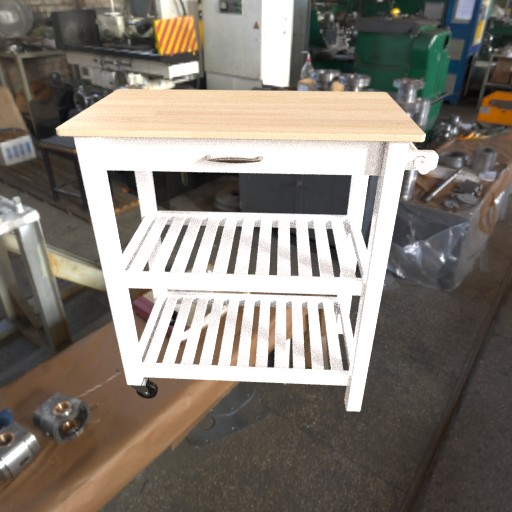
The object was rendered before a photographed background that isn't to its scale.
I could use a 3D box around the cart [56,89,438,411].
[{"bbox_3d":[0.000,0.000,1.426,0.899,0.927,0.457,2,32,3],"label":"cart"}]
